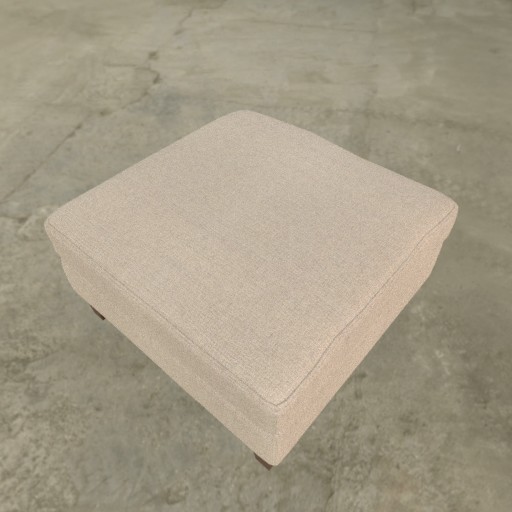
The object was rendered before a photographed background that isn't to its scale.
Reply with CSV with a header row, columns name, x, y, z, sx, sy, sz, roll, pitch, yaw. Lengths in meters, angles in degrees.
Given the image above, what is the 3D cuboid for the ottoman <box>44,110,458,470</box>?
name,x,y,z,sx,sy,sz,roll,pitch,yaw
ottoman,0.000,0.000,1.342,0.838,0.481,0.838,32,54,27
